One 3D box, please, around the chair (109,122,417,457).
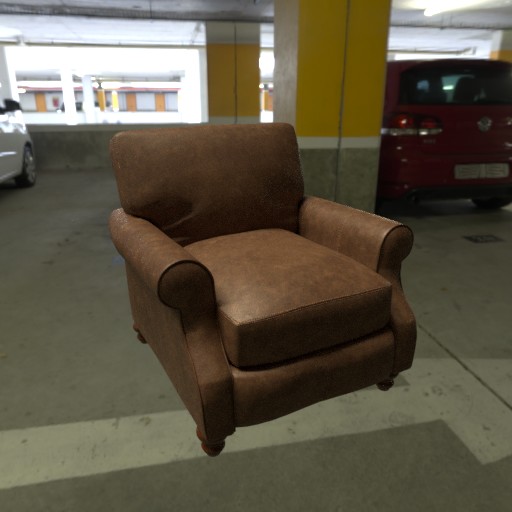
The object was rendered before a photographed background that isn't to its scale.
[{"bbox_3d":[0.000,0.000,1.737,0.996,0.976,1.002,-10,21,-27],"label":"chair"}]
